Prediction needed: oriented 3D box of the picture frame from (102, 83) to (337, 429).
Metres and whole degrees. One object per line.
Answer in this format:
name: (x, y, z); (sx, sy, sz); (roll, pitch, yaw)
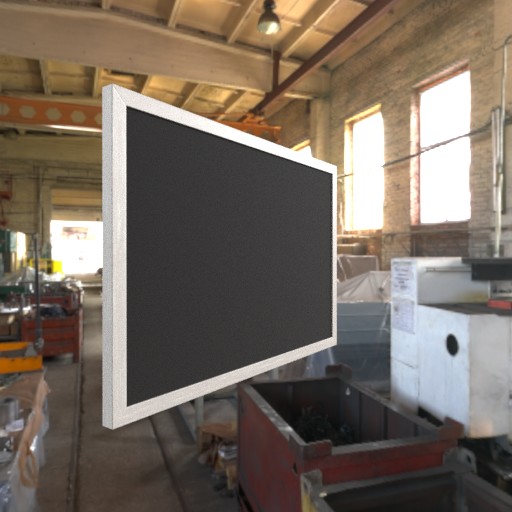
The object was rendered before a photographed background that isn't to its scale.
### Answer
picture frame: (0.000, 0.000, 1.213); (0.029, 0.640, 0.950); (0, 0, 36)
